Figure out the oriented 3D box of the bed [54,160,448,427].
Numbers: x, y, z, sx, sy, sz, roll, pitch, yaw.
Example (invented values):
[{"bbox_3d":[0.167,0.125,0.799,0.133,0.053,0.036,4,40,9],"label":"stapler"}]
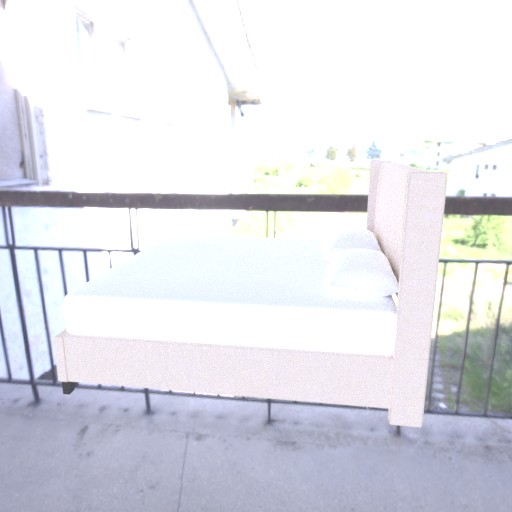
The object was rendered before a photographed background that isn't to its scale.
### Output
[{"bbox_3d":[0.000,0.000,3.599,2.293,1.471,2.145,2,14,9],"label":"bed"}]
